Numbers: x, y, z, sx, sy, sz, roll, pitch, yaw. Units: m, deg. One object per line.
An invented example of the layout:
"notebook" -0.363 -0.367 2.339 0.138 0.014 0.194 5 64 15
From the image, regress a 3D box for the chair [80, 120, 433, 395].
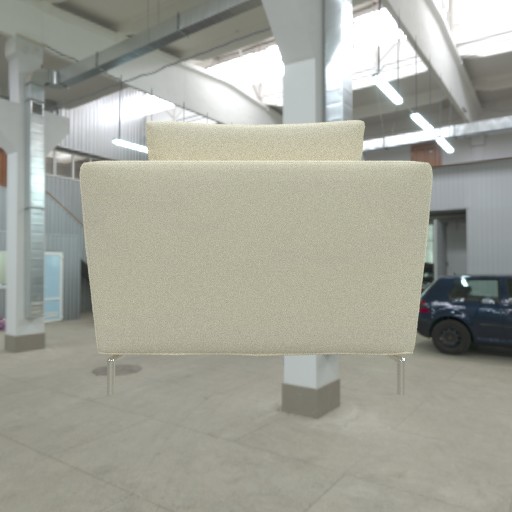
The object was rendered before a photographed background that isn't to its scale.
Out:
"chair" 0.000 0.000 1.688 1.041 0.865 0.889 0 -1 0
